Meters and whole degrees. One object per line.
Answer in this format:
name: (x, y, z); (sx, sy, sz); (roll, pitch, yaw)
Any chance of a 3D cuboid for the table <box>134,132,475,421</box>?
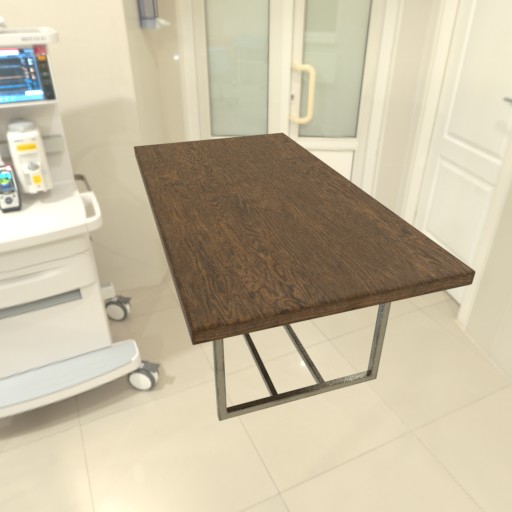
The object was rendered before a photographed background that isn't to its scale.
table: (0.000, 0.000, 2.524); (1.078, 0.795, 1.989); (-10, 32, -16)
